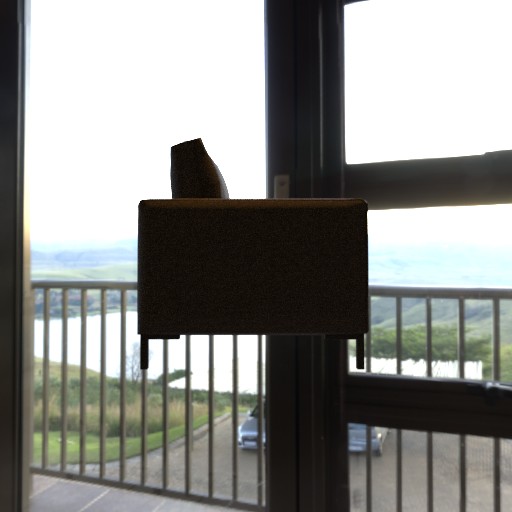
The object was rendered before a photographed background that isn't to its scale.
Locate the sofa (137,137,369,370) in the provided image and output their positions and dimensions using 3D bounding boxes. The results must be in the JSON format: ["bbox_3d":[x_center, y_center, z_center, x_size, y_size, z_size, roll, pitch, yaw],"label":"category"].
[{"bbox_3d":[0.000,0.000,2.720,0.876,0.882,2.253,0,-1,0],"label":"sofa"}]
